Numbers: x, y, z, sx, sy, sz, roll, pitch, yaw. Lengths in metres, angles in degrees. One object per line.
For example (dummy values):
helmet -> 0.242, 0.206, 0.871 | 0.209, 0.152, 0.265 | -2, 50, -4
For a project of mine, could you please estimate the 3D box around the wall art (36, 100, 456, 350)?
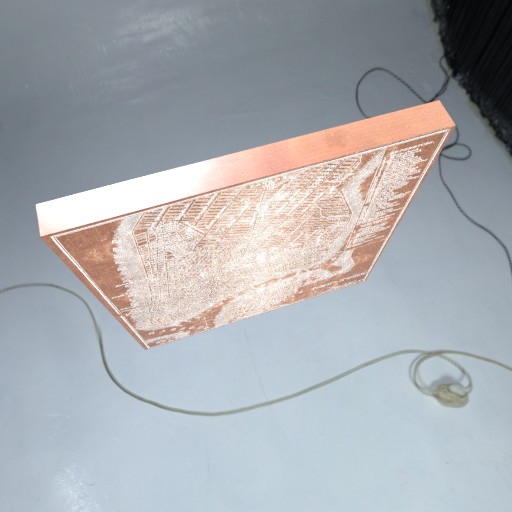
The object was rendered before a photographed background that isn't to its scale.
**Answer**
wall art -> 0.000, 0.000, 0.597 | 0.403, 0.403, 0.035 | -16, 65, -8
